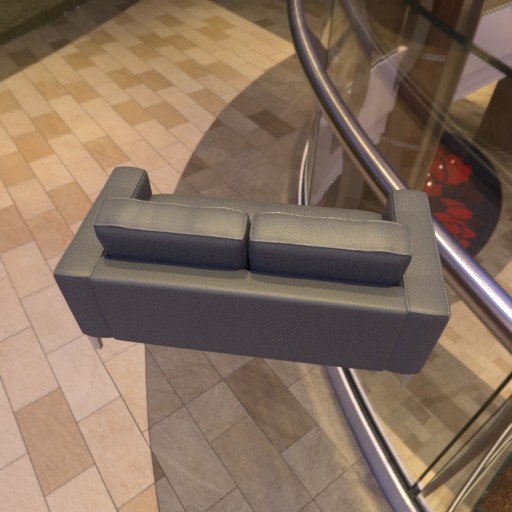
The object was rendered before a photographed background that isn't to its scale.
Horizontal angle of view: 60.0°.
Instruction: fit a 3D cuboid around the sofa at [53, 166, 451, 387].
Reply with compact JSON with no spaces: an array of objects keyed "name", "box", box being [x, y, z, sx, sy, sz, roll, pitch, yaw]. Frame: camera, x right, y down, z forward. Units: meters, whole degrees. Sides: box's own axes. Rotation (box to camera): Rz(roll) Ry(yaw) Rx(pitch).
[{"name":"sofa","box":[0.000,0.000,2.254,1.726,0.893,0.833,6,47,5]}]
